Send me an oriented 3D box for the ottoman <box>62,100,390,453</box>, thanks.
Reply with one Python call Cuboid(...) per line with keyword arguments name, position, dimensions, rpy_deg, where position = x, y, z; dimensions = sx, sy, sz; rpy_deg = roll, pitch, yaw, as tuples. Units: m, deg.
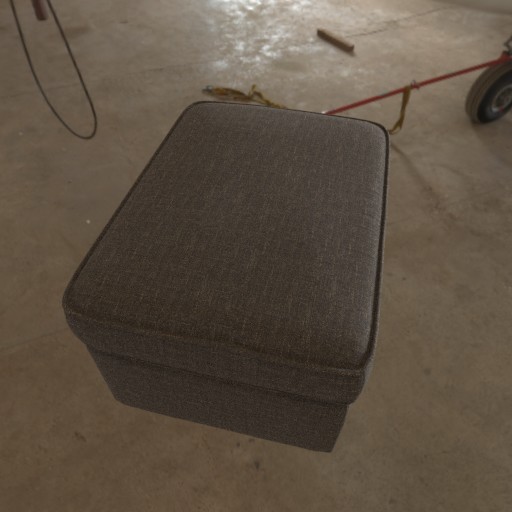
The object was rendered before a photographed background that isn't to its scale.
Cuboid(name="ottoman", position=(0.000, 0.000, 1.075), dimensions=(0.549, 0.450, 0.749), rpy_deg=(10, 49, 9))
